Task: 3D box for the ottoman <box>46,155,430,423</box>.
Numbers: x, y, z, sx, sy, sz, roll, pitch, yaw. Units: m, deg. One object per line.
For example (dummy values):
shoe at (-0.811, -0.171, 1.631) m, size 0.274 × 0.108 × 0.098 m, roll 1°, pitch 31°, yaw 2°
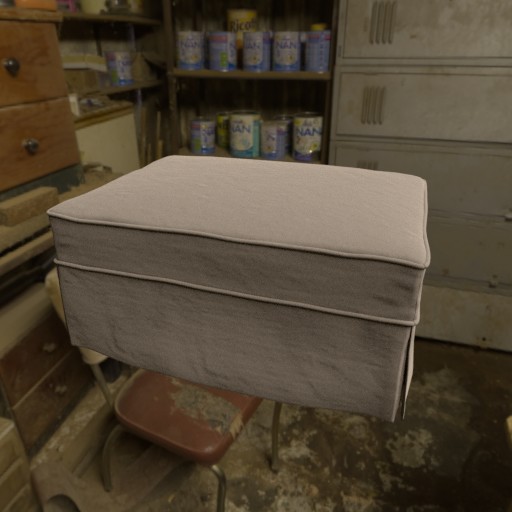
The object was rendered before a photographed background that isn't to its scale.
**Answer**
ottoman at (0.000, 0.000, 1.313) m, size 0.944 × 0.479 × 0.703 m, roll 8°, pitch 27°, yaw 17°
